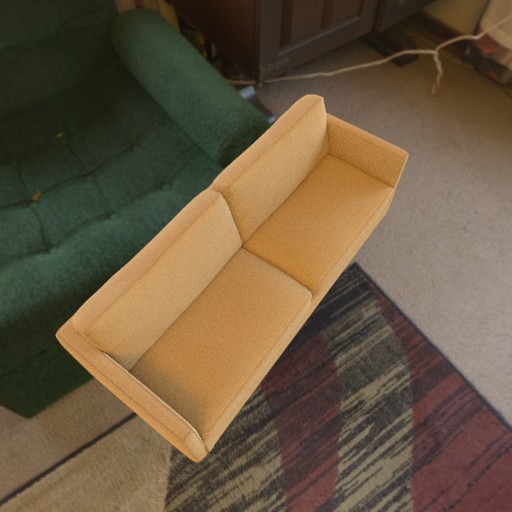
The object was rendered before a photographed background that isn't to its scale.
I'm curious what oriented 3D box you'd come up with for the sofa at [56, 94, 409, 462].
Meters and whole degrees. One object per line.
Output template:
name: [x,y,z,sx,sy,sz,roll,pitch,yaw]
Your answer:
sofa: [0.000,0.000,2.916,0.951,0.968,2.361,32,63,19]
